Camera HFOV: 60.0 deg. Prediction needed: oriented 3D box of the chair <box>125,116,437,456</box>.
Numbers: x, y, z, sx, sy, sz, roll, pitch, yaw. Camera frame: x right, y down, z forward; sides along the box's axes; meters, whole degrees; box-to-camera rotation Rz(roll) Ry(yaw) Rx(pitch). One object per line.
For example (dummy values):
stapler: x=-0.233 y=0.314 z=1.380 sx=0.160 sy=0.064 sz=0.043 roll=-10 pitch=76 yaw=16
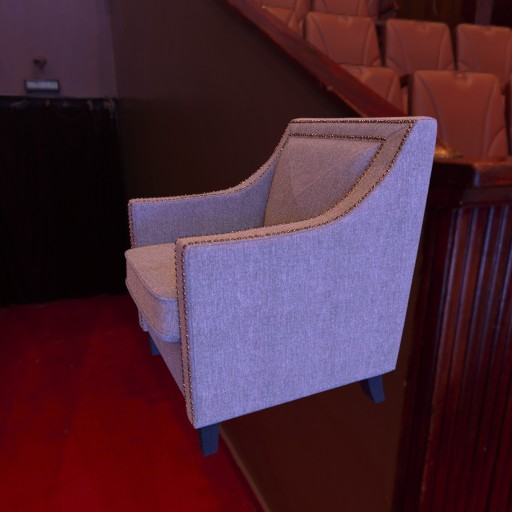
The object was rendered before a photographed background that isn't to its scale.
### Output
chair: x=0.000 y=0.000 z=1.615 sx=0.884 sy=0.967 sz=0.776 roll=-8 pitch=18 yaw=-24
